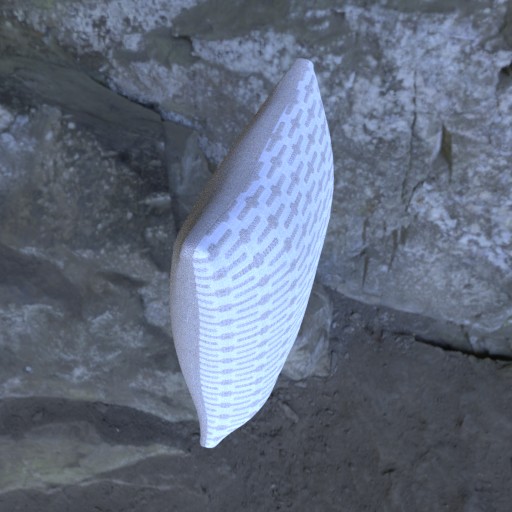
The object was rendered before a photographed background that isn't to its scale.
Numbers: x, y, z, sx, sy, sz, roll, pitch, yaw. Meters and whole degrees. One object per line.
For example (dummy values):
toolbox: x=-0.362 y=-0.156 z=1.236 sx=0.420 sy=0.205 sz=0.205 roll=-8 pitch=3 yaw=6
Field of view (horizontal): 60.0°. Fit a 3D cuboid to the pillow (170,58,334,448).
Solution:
pillow: x=0.000 y=0.000 z=0.763 sx=0.219 sy=0.491 sz=0.496 roll=12 pitch=46 yaw=12
